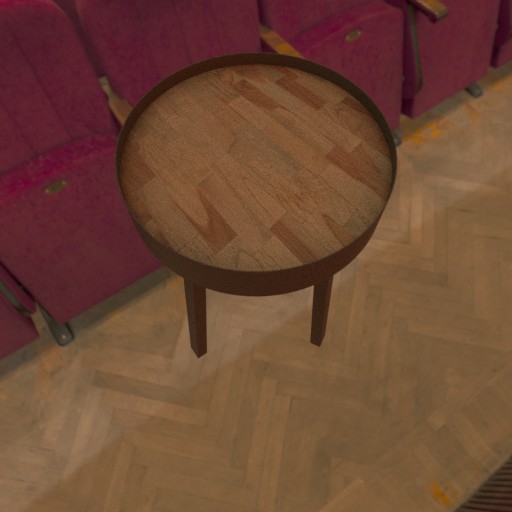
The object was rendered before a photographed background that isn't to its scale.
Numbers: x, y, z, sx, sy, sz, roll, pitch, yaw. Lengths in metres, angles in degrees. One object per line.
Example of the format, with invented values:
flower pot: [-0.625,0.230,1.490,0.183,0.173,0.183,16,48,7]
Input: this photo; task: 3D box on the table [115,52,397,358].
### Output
table: [0.000,0.000,0.947,0.406,0.686,0.406,-31,67,-15]
